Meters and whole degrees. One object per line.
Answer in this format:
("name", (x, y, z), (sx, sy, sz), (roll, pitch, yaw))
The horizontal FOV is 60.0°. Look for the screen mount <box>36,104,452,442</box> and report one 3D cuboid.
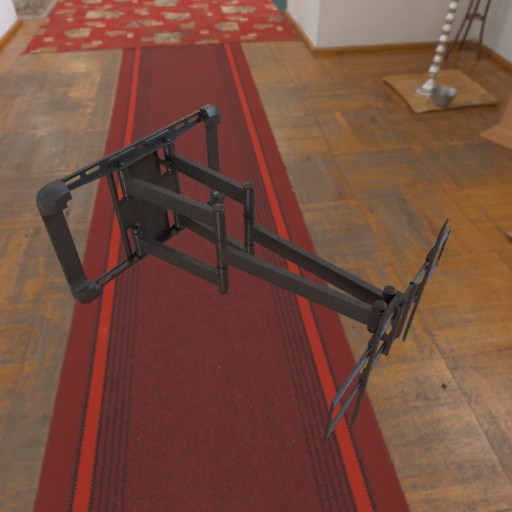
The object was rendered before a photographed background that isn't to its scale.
("screen mount", (0.000, 0.000, 1.319), (0.905, 0.483, 0.725), (26, 48, 26))
